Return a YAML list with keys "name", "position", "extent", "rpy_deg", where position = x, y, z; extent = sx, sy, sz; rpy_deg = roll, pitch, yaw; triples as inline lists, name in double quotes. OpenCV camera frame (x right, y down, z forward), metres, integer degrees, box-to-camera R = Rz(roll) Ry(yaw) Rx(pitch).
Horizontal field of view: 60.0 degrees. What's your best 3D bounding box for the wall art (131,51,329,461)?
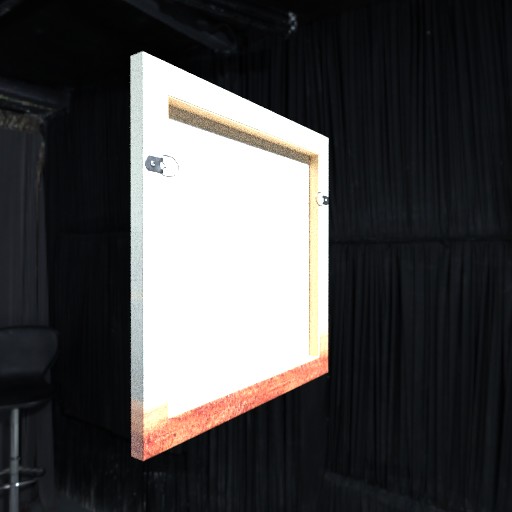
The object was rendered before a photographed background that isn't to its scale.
- name: "wall art"
  position: [0.000, 0.000, 1.139]
  extent: [0.042, 0.760, 0.760]
  rpy_deg: [0, 0, 36]
